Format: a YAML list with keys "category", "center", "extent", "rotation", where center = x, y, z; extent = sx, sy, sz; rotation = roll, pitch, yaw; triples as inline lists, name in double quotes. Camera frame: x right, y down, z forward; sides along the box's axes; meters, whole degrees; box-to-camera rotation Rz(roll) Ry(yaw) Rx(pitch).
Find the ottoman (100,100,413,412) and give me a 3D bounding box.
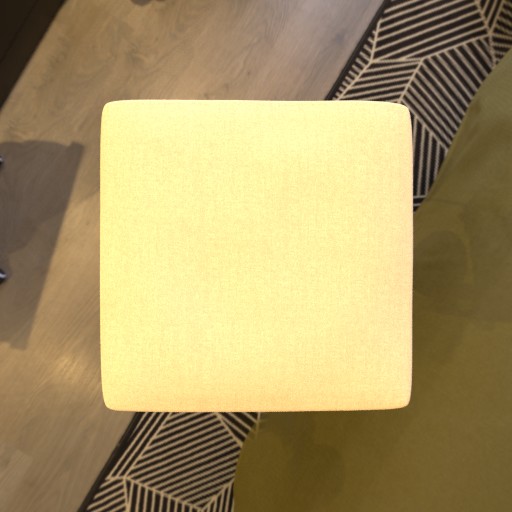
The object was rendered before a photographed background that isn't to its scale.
- category: "ottoman"
  center: [0.000, 0.000, 1.338]
  extent: [0.843, 0.436, 0.840]
  rotation: [0, 90, -1]
